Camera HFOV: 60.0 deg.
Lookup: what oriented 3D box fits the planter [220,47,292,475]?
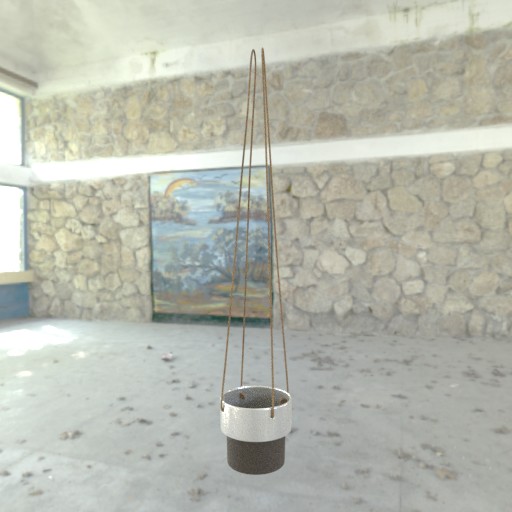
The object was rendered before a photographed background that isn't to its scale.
[{"bbox_3d":[0.000,0.000,1.155,0.187,1.073,0.187,0,1,19],"label":"planter"}]
